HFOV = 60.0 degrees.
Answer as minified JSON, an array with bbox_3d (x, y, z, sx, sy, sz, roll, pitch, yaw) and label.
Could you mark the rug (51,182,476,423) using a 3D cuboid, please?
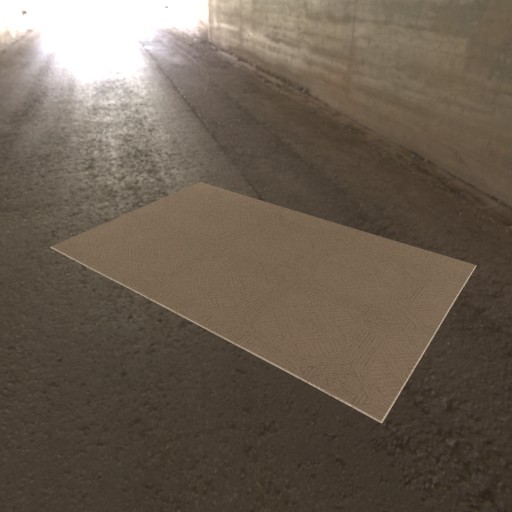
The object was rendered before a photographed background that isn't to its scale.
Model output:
[{"bbox_3d":[0.000,0.000,2.980,2.440,0.008,1.524,21,37,31],"label":"rug"}]
